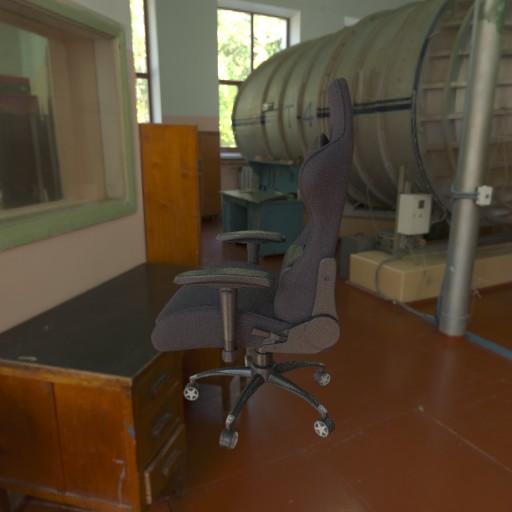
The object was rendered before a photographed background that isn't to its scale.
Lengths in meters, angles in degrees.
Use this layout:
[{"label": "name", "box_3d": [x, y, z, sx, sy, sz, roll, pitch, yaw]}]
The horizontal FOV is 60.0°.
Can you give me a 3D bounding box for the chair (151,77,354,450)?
[{"label": "chair", "box_3d": [0.000, 0.000, 1.747, 0.695, 1.300, 0.730, 2, 14, 7]}]
